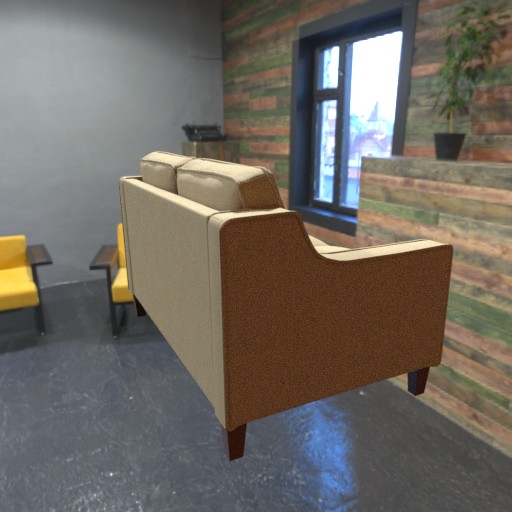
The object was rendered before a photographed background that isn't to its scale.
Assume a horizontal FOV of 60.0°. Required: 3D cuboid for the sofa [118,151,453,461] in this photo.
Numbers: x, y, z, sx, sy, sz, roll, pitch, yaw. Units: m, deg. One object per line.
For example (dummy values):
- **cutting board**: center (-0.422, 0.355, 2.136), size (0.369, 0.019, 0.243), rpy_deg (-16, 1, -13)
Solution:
- **sofa**: center (0.000, 0.000, 2.166), size (0.987, 0.971, 1.501), rpy_deg (-8, 17, -26)
